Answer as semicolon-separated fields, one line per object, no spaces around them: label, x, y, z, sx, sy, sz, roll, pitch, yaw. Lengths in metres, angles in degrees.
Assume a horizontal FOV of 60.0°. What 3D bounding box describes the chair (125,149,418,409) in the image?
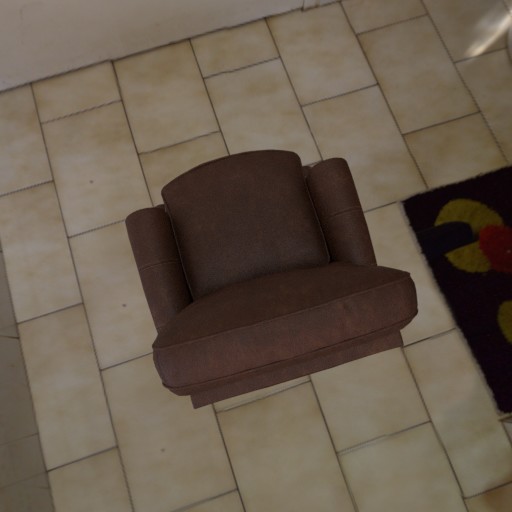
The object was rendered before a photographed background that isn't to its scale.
chair;0.000;0.000;1.803;0.936;1.018;0.986;-16;76;-4
